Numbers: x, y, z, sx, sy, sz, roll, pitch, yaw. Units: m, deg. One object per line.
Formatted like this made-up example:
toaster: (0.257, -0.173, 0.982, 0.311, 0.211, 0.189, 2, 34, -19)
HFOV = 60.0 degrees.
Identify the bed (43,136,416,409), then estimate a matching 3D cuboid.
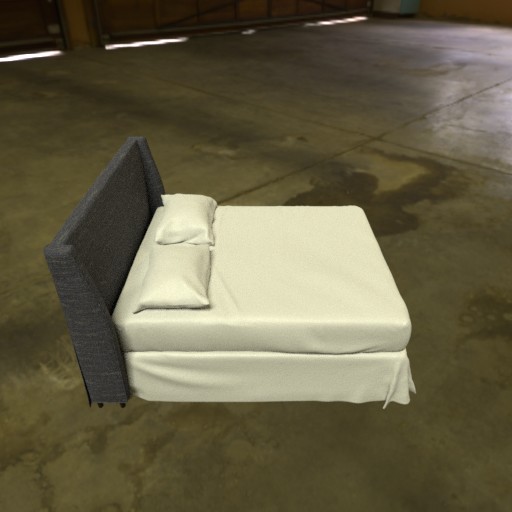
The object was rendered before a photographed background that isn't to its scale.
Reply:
bed: (0.000, 0.000, 3.476, 2.276, 1.332, 1.925, 0, 33, 0)
